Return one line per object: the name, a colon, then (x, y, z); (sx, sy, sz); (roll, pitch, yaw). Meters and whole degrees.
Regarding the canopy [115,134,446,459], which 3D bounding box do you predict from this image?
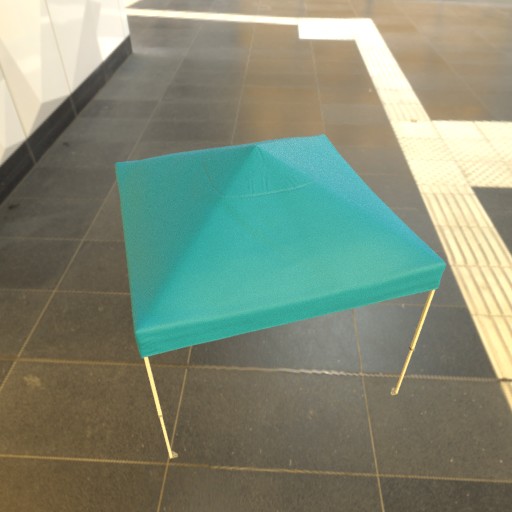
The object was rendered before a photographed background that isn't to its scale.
canopy: (0.000, 0.000, 5.532); (2.996, 2.997, 2.998); (-11, 42, -13)
